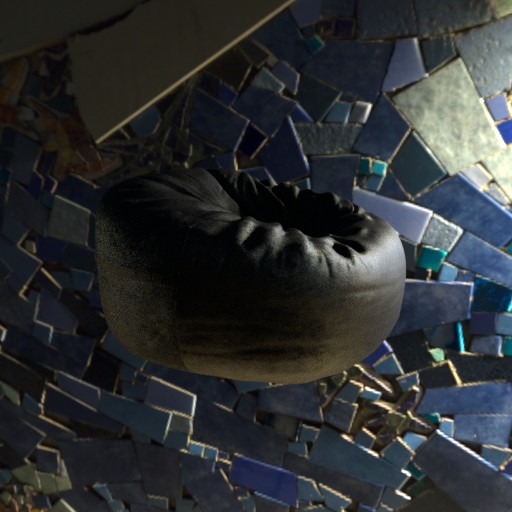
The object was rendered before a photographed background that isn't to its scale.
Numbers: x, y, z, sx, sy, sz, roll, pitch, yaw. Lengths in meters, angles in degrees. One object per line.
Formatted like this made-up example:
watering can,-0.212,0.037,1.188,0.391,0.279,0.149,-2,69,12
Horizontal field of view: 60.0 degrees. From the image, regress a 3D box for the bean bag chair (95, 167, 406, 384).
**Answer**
bean bag chair,0.000,0.000,2.369,1.524,0.878,1.524,8,17,27
